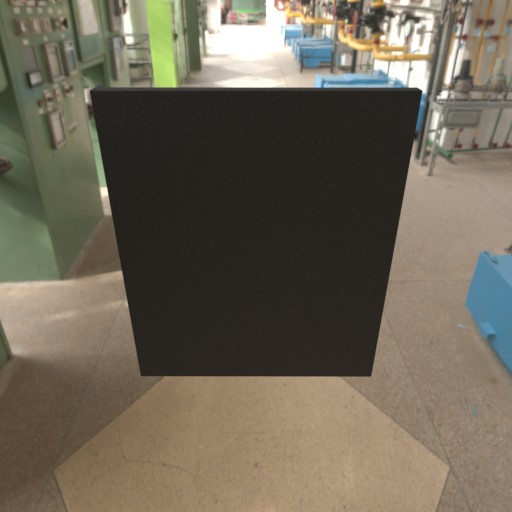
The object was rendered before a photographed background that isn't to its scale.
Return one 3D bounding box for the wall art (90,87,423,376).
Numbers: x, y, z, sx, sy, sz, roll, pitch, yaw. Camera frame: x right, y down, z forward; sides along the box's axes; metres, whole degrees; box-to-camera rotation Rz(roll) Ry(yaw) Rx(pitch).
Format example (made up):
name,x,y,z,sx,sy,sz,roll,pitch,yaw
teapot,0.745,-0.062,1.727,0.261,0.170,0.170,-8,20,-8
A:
name,x,y,z,sx,sy,sz,roll,pitch,yaw
wall art,0.000,0.000,0.706,0.428,0.505,0.023,0,30,0
